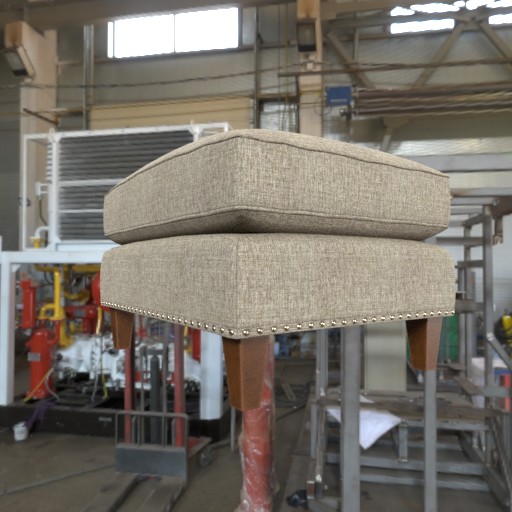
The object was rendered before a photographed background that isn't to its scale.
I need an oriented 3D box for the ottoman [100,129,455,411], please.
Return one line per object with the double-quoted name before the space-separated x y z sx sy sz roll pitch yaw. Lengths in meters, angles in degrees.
"ottoman" 0.000 0.000 1.125 0.584 0.513 0.741 1 -2 -34
